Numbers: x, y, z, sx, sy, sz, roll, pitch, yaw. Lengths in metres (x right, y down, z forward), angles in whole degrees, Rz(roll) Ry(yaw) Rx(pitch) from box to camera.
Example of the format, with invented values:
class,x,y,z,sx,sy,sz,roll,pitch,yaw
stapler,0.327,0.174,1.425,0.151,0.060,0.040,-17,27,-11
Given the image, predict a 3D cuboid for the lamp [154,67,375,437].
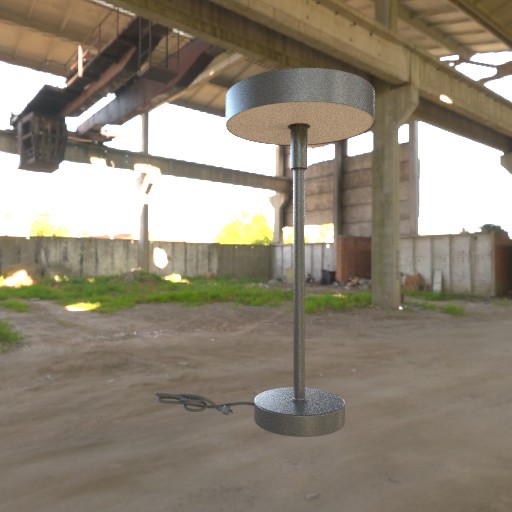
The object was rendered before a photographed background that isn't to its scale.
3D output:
class,x,y,z,sx,sy,sz,roll,pitch,yaw
lamp,0.000,0.000,0.712,0.369,0.508,0.229,0,0,17
